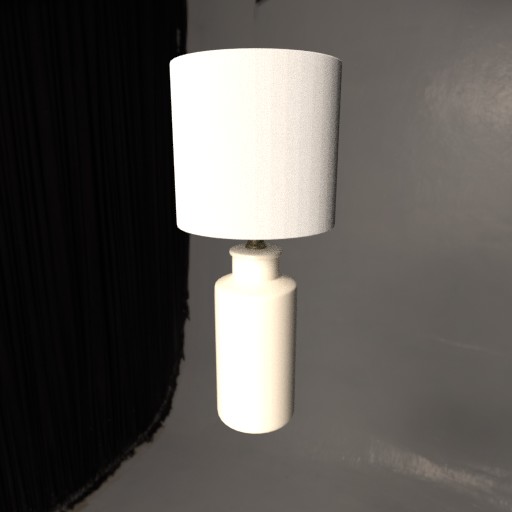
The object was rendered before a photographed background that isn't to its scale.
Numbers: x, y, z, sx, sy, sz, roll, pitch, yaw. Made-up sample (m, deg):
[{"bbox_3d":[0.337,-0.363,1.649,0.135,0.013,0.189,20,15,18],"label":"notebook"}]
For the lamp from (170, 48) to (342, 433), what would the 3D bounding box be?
[{"bbox_3d":[0.000,0.000,0.616,0.212,0.493,0.212,7,16,27],"label":"lamp"}]
